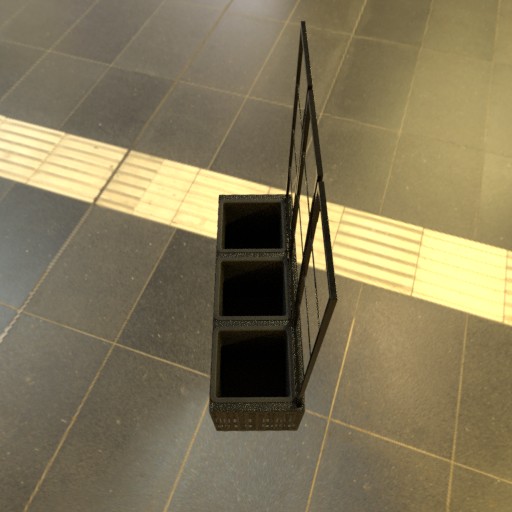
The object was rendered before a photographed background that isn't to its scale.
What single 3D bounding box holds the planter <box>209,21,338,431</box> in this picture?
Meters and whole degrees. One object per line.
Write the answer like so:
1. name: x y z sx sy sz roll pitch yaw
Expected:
1. planter: 0.000 0.000 1.135 0.244 0.841 0.698 0 58 0
